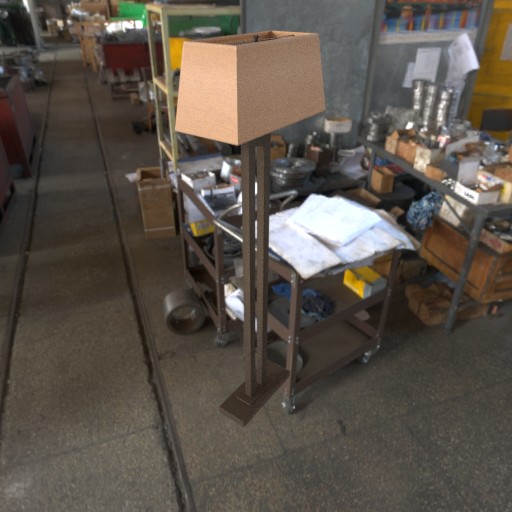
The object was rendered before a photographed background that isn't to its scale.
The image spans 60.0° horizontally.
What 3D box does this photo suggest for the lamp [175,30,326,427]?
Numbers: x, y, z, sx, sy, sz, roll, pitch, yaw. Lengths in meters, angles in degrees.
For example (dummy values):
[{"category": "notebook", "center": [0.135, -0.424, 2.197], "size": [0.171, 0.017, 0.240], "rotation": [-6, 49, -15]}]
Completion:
[{"category": "lamp", "center": [0.000, 0.000, 1.642], "size": [0.233, 1.469, 0.475], "rotation": [21, 37, 30]}]
